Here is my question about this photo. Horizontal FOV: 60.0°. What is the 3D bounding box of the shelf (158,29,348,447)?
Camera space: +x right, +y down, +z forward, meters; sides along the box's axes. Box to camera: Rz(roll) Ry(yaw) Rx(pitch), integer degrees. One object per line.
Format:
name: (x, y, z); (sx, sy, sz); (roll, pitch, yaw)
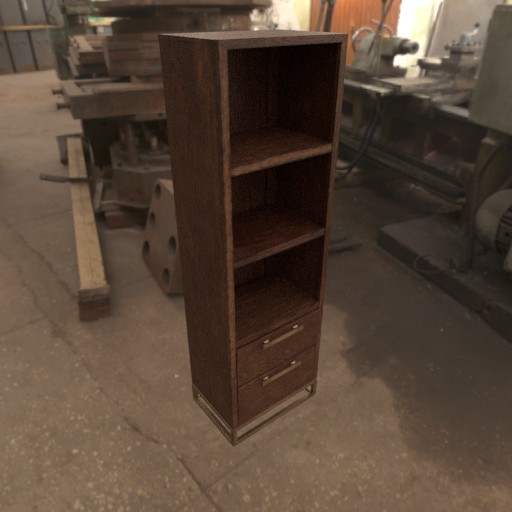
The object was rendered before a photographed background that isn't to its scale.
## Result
shelf: (0.000, 0.000, 1.930); (0.539, 1.732, 0.395); (-21, 36, -32)
